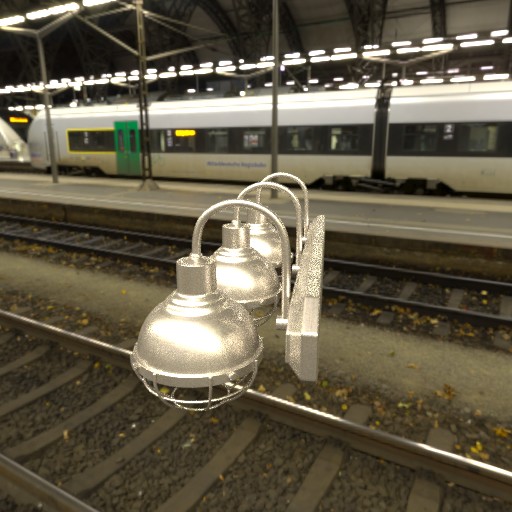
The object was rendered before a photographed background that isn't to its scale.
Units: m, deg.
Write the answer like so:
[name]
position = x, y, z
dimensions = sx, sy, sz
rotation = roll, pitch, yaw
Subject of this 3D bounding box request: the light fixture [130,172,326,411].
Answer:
[light fixture]
position = 0.000, 0.000, 0.761
dimensions = 0.229, 0.254, 0.634
rotation = 2, 14, 9
